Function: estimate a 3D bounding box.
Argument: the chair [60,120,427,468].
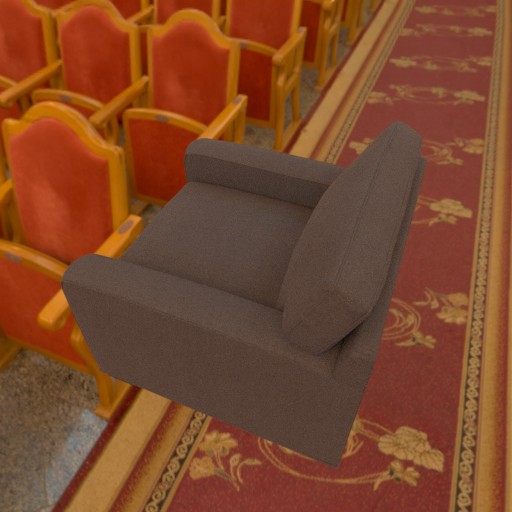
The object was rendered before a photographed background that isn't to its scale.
[{"bbox_3d":[0.000,0.000,1.745,1.043,0.913,0.997,16,47,16],"label":"chair"}]
